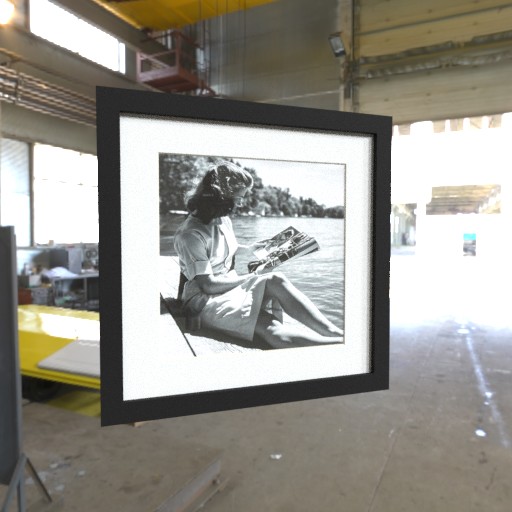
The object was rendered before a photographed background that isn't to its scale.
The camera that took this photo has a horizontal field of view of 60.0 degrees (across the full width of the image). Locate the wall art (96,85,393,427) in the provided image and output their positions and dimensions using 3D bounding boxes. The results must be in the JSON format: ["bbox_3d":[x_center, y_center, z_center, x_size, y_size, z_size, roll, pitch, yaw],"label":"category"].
[{"bbox_3d":[0.000,0.000,0.460,0.308,0.305,0.030,-1,3,-19],"label":"wall art"}]
